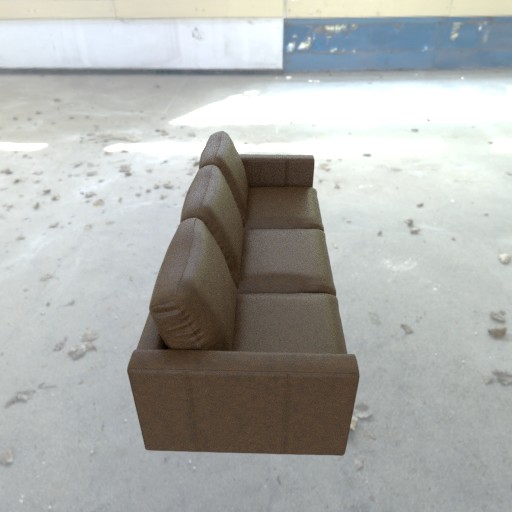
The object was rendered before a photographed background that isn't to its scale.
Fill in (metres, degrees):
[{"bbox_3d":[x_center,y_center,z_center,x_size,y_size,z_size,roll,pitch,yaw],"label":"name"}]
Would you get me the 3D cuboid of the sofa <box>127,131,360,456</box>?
[{"bbox_3d":[0.000,0.000,2.691,0.903,0.930,2.231,1,34,1],"label":"sofa"}]
